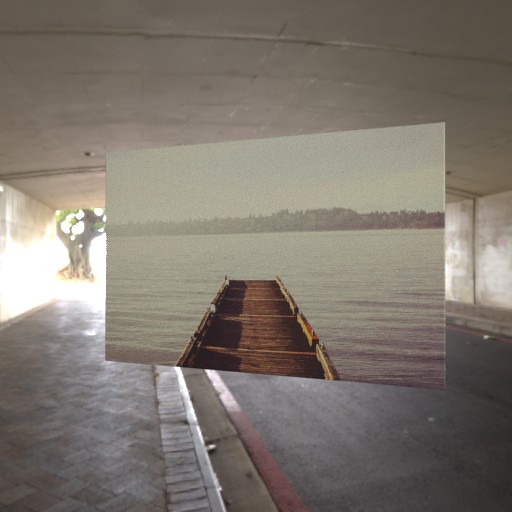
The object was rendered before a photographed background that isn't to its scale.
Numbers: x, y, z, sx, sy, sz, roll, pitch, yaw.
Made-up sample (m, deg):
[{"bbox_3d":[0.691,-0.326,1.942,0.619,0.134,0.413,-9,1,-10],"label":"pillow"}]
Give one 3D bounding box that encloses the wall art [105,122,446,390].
[{"bbox_3d":[0.000,0.000,0.783,0.615,0.410,0.021,0,0,18],"label":"wall art"}]
